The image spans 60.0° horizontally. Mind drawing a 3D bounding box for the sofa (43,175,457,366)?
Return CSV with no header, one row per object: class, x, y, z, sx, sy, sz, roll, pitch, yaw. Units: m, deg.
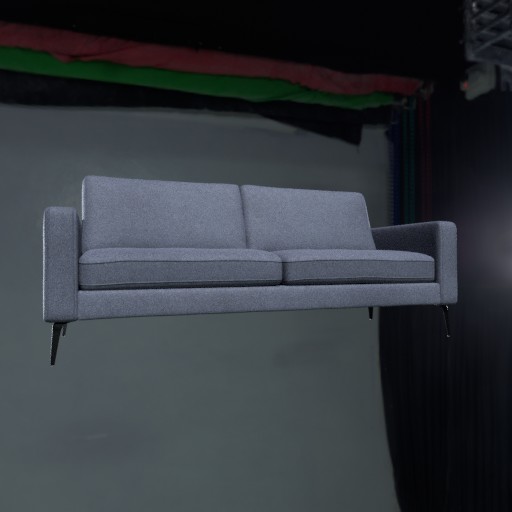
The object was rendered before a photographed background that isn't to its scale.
sofa,0.000,0.000,2.289,1.925,0.828,0.774,0,-1,-20
